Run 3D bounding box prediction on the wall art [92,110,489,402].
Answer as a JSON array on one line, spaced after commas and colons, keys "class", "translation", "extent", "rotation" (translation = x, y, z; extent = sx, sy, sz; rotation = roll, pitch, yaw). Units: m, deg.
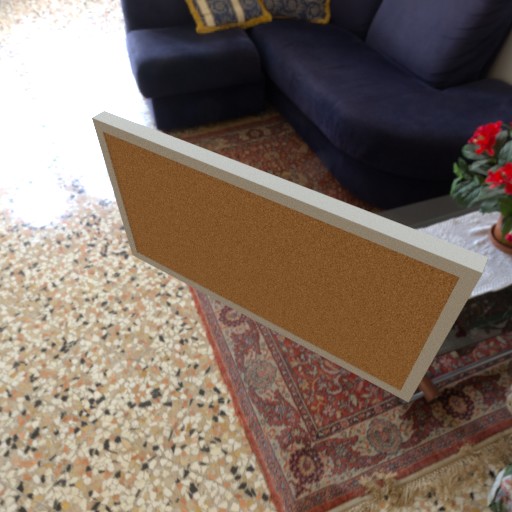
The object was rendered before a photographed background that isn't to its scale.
[{"class": "wall art", "translation": [0.000, 0.000, 0.967], "extent": [0.812, 0.431, 0.038], "rotation": [25, 52, 22]}]
